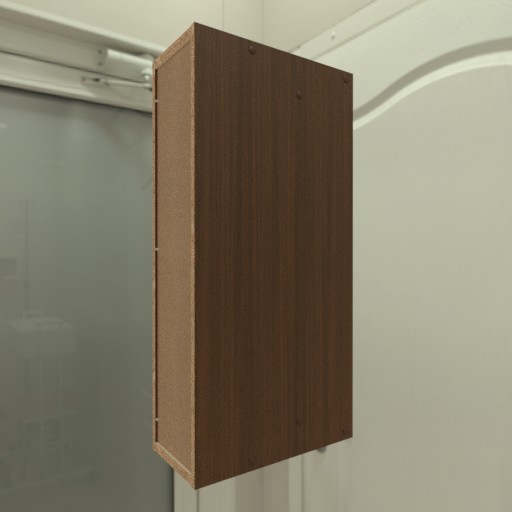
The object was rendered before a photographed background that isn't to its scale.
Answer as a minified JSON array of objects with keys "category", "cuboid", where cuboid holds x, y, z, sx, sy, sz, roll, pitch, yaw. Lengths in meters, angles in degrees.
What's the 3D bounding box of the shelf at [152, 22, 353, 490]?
[{"category":"shelf","cuboid":[0.000,0.000,0.709,0.290,0.600,0.147,0,0,-35]}]
